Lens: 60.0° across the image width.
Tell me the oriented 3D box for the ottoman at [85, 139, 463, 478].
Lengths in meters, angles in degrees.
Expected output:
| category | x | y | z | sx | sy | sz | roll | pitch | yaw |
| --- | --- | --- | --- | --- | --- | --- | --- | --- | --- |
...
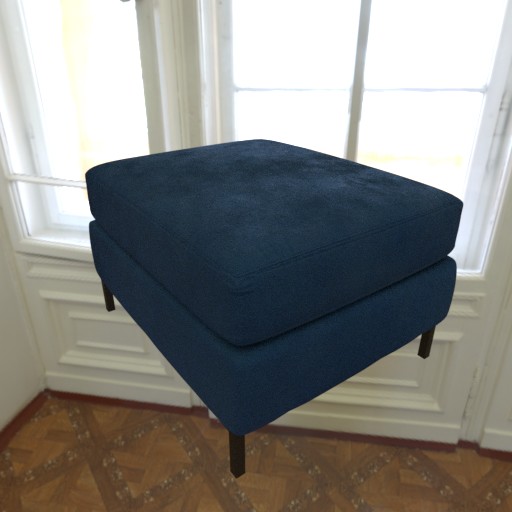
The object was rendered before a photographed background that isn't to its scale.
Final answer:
| category | x | y | z | sx | sy | sz | roll | pitch | yaw |
| --- | --- | --- | --- | --- | --- | --- | --- | --- | --- |
| ottoman | 0.000 | 0.000 | 1.169 | 0.655 | 0.485 | 0.794 | -18 | 32 | -32 |
